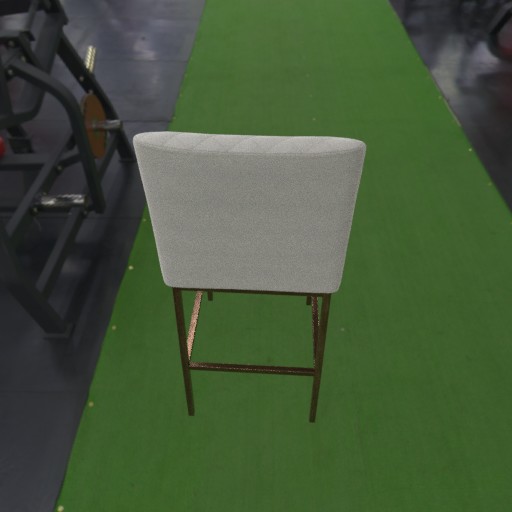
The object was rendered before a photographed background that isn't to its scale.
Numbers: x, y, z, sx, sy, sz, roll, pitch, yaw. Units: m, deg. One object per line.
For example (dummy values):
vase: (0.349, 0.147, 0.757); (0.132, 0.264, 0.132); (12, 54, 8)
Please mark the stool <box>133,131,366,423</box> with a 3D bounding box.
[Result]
stool: (0.000, 0.000, 1.323); (0.462, 1.084, 0.546); (2, 46, 2)
